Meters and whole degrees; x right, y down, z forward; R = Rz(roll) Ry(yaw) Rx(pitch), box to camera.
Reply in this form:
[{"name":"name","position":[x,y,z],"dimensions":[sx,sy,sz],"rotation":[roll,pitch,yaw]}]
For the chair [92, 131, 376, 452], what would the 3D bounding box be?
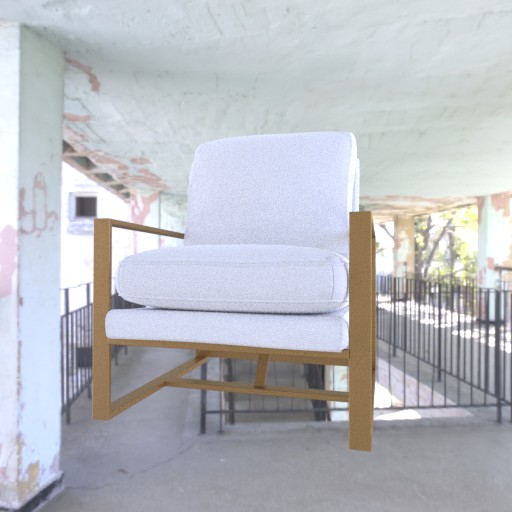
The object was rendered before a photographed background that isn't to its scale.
[{"name":"chair","position":[0.000,0.000,1.556],"dimensions":[0.805,0.966,0.813],"rotation":[0,0,16]}]
